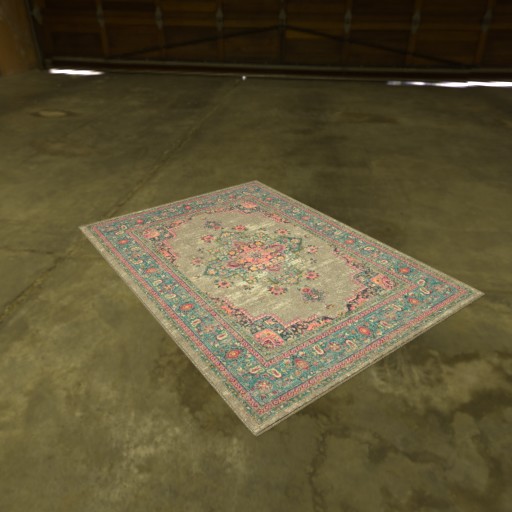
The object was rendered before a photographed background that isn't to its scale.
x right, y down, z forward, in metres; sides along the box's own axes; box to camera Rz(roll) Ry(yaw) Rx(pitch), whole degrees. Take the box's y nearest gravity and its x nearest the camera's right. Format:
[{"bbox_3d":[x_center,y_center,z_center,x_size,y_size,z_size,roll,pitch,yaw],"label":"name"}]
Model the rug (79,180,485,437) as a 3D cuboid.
[{"bbox_3d":[0.000,0.000,2.874,1.609,0.013,2.214,-20,36,-30],"label":"rug"}]
